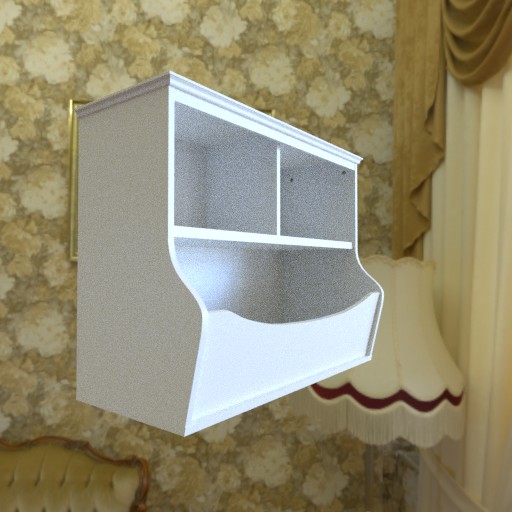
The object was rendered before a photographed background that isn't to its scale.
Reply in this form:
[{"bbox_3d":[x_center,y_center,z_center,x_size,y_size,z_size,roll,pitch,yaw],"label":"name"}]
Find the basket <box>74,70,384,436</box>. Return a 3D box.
[{"bbox_3d":[0.000,0.000,1.145,0.376,0.625,0.792,-1,-2,38],"label":"basket"}]
